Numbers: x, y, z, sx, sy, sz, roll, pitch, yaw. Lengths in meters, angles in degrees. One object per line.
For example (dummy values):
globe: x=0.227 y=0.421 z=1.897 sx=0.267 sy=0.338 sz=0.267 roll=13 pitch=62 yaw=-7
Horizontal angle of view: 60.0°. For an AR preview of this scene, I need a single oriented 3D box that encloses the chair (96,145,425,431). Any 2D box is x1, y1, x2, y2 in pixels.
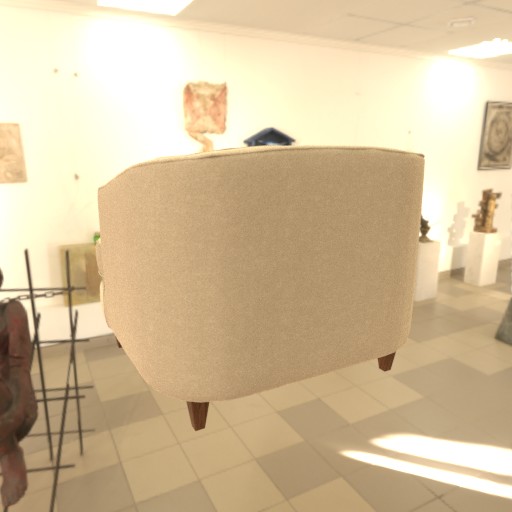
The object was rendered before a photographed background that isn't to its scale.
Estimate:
chair: x=0.000 y=0.000 z=1.762 sx=1.104 sy=0.852 sz=0.941 roll=-7 pitch=16 yaw=-27
